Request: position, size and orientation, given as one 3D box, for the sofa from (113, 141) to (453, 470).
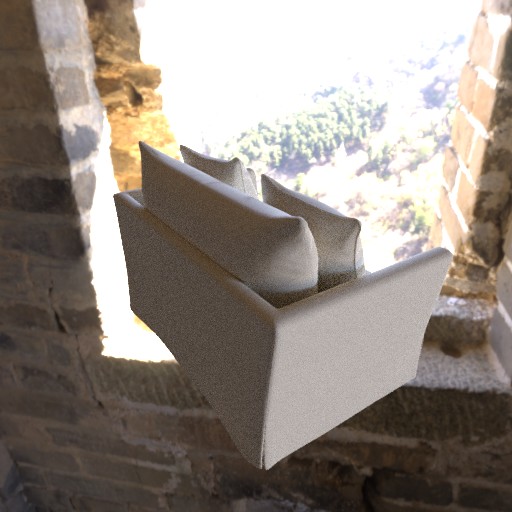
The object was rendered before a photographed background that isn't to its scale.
[{"bbox_3d":[0.000,0.000,2.344,1.026,1.039,1.608,-17,32,-30],"label":"sofa"}]
